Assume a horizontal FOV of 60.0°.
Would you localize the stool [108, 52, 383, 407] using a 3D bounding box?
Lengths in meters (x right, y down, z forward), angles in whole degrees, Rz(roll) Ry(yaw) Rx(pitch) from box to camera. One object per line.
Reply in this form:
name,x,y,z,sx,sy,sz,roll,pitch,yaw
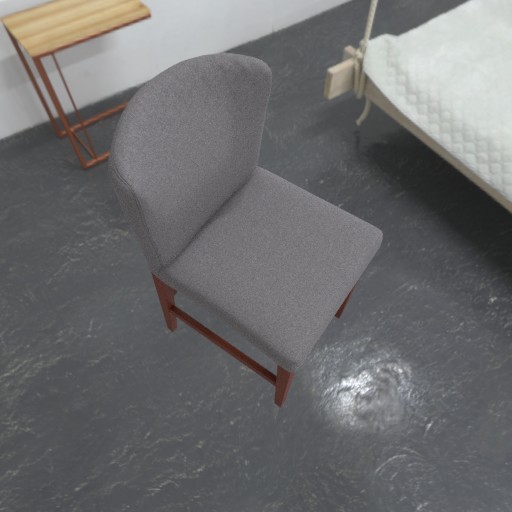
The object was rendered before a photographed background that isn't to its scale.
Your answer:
stool,0.000,0.000,1.290,0.568,0.968,0.481,31,64,17
